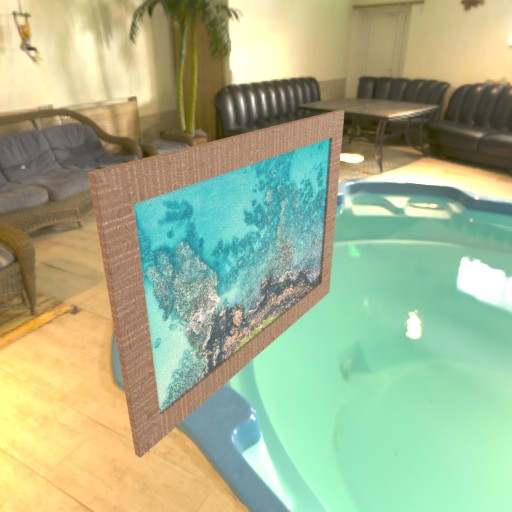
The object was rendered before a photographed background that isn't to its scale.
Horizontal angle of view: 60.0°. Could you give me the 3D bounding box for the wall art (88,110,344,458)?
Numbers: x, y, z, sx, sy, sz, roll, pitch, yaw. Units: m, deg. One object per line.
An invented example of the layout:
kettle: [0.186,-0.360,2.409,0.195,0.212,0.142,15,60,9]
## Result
wall art: [0.000,0.000,1.385,0.020,0.761,1.056,18,31,32]
